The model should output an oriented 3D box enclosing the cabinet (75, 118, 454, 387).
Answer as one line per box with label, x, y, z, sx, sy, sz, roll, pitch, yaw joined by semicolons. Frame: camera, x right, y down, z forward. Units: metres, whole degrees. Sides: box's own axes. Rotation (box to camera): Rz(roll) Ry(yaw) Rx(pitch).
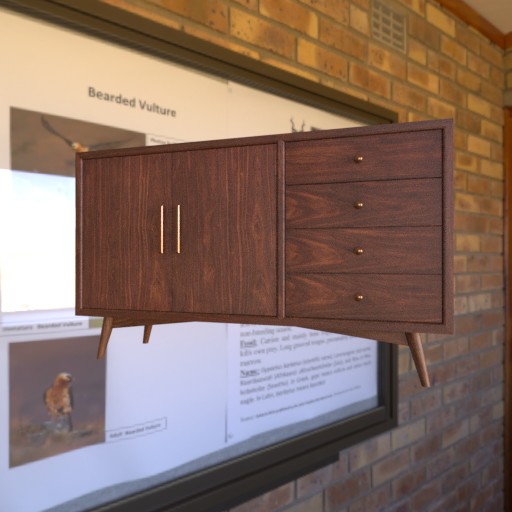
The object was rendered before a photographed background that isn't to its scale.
cabinet;0.000;0.000;1.980;1.575;0.940;0.505;0;0;18
